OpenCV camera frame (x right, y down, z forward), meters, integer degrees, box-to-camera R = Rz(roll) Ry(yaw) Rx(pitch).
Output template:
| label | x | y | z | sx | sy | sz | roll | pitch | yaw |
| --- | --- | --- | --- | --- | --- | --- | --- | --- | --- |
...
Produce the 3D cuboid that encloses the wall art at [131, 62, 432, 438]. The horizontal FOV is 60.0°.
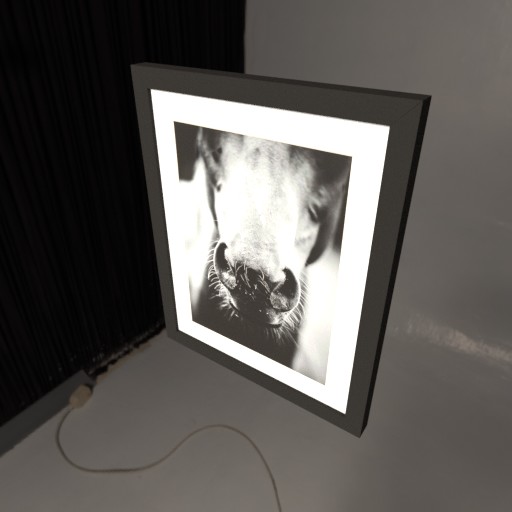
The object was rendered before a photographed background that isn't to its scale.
| label | x | y | z | sx | sy | sz | roll | pitch | yaw |
| --- | --- | --- | --- | --- | --- | --- | --- | --- | --- |
| wall art | 0.000 | 0.000 | 0.534 | 0.329 | 0.404 | 0.024 | 20 | 36 | 29 |
